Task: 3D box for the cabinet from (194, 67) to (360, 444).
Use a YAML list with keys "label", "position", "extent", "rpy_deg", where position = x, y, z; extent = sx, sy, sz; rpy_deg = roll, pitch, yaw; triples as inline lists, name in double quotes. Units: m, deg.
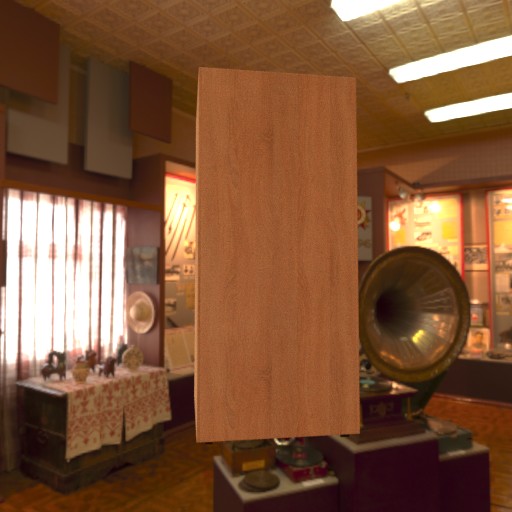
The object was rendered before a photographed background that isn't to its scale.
- label: "cabinet"
  position: [0.000, 0.000, 2.922]
  extent: [1.327, 2.120, 1.094]
  rpy_deg: [-2, -3, 36]
